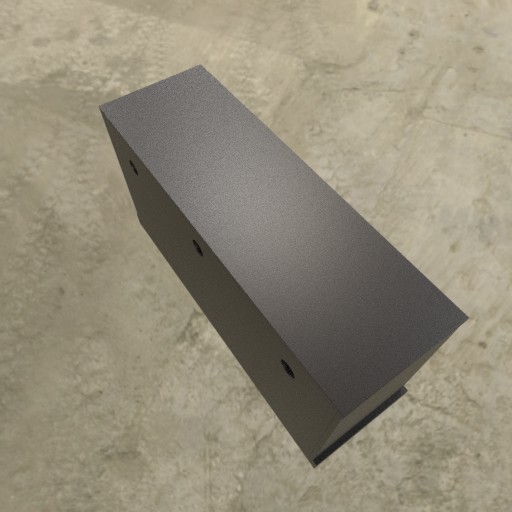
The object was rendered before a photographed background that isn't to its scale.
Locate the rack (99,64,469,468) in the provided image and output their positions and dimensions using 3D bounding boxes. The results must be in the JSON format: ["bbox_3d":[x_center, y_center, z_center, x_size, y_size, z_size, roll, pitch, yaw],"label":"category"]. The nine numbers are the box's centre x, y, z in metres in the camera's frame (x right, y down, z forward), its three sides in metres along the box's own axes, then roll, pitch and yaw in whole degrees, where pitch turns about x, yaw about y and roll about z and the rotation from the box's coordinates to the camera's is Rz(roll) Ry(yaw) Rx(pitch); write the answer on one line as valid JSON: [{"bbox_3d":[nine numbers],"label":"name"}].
[{"bbox_3d":[0.000,0.000,1.484,0.399,0.635,1.206,-31,62,-18],"label":"rack"}]
